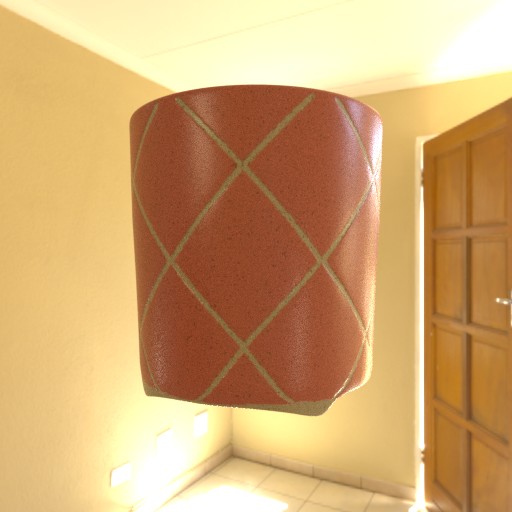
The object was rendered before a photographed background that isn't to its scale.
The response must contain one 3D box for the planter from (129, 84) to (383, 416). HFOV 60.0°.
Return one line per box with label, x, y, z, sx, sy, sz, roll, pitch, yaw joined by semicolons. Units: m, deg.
planter;0.000;0.000;0.414;0.227;0.235;0.227;0;0;0
